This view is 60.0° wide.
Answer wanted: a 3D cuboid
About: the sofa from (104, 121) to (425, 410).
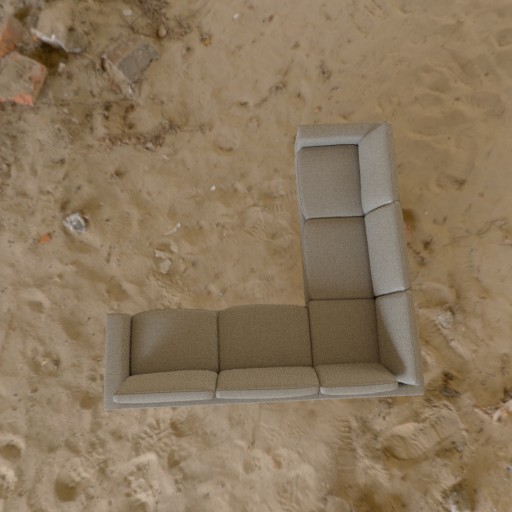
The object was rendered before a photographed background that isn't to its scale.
[{"bbox_3d":[0.000,0.000,4.182,2.742,0.800,2.622,-3,77,-1],"label":"sofa"}]
